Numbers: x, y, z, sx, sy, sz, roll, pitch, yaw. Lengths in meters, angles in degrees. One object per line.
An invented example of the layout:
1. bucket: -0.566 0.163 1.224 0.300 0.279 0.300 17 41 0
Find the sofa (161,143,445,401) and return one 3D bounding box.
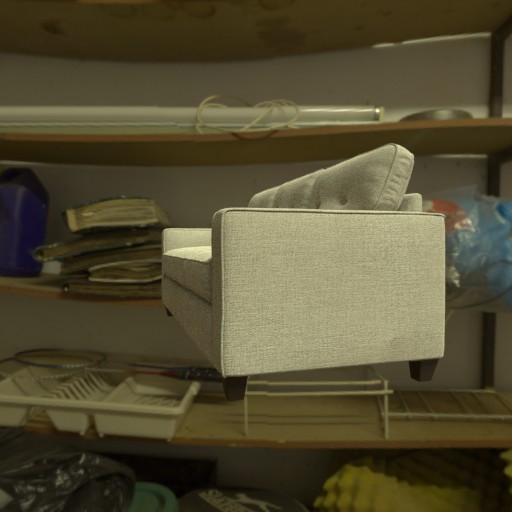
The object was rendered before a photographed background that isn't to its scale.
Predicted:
1. sofa: 0.000 0.000 2.613 0.939 0.965 2.133 0 1 -17
